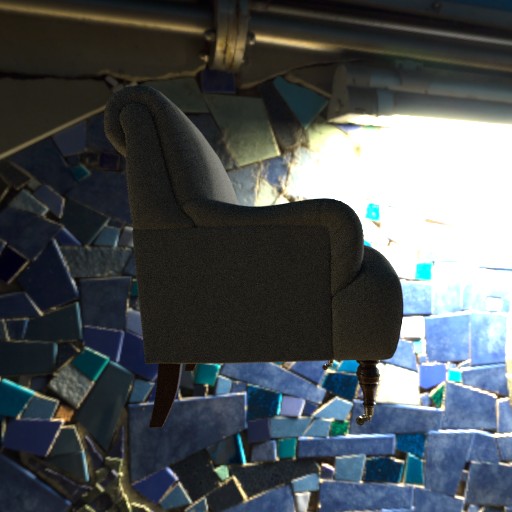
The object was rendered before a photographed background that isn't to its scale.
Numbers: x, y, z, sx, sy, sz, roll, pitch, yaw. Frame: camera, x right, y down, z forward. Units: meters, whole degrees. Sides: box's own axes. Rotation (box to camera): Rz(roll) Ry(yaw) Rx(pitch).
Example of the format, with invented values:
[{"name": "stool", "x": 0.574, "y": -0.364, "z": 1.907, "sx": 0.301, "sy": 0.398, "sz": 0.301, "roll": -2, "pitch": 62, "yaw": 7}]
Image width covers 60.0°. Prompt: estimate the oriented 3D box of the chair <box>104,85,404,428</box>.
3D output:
[{"name": "chair", "x": 0.000, "y": 0.000, "z": 1.538, "sx": 0.843, "sy": 0.942, "sz": 0.766, "roll": 0, "pitch": 0, "yaw": 0}]
